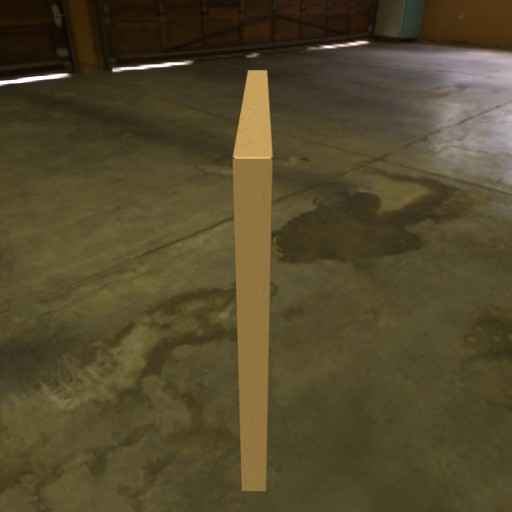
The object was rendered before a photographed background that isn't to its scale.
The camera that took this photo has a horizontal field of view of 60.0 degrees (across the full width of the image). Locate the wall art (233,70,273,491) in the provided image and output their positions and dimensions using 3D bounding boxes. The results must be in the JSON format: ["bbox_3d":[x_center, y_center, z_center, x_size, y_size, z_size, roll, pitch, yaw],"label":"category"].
[{"bbox_3d":[0.000,0.000,0.745,0.036,0.509,0.509,0,31,1],"label":"wall art"}]
